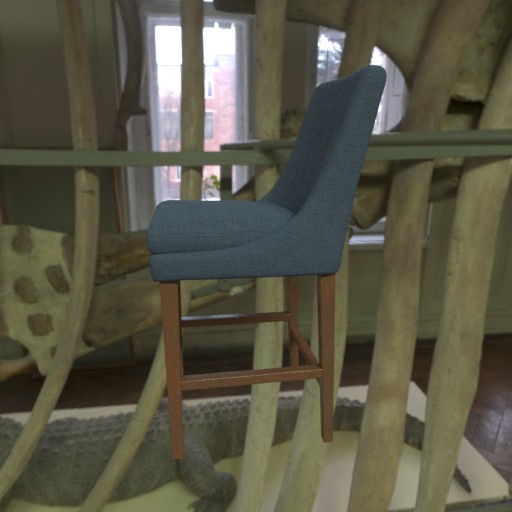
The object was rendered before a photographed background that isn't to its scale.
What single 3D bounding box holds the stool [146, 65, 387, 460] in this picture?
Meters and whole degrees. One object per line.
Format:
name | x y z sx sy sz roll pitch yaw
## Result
stool | 0.000 0.000 1.279 0.577 0.981 0.470 -2 15 -9
